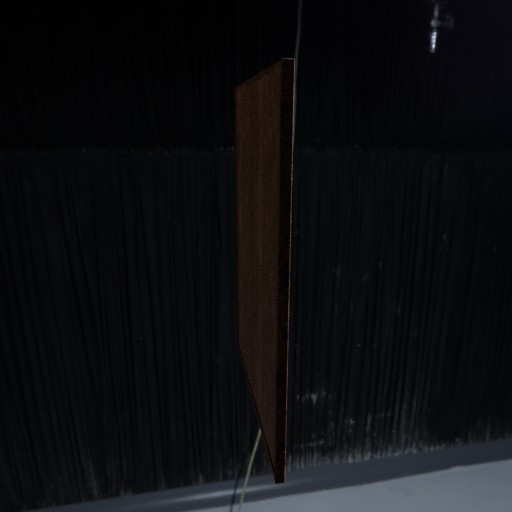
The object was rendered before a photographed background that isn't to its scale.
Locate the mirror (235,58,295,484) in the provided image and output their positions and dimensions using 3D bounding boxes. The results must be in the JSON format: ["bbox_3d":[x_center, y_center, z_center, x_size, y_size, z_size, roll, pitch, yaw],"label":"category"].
[{"bbox_3d":[0.000,0.000,1.460,0.028,1.099,0.796,-3,17,-9],"label":"mirror"}]
